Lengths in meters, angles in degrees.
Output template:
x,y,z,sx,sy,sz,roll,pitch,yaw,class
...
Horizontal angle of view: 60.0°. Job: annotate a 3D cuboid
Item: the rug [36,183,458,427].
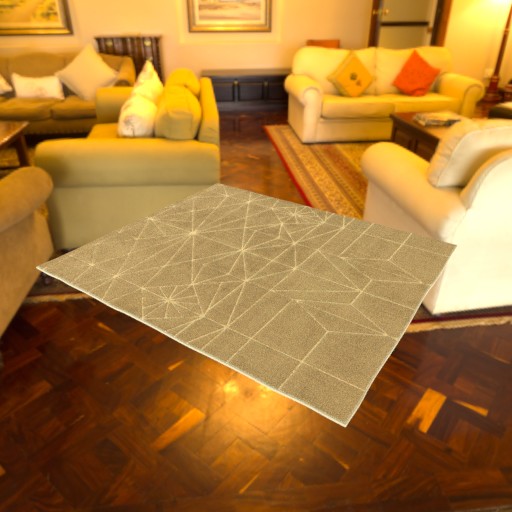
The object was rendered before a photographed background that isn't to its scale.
x,y,z,sx,sy,sz,roll,pitch,yaw,class
0.000,0.000,0.879,0.639,0.006,0.548,19,35,30,rug
